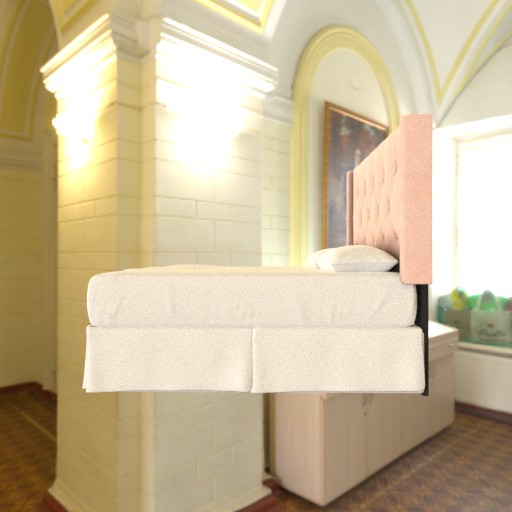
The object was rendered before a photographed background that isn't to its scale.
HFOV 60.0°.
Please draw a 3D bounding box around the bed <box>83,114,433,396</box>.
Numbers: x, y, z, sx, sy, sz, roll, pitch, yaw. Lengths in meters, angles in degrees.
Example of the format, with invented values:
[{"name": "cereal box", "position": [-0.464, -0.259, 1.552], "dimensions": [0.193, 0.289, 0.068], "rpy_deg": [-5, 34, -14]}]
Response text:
[{"name": "bed", "position": [0.000, 0.000, 3.415], "dimensions": [2.066, 1.665, 1.719], "rpy_deg": [0, 0, 1]}]
